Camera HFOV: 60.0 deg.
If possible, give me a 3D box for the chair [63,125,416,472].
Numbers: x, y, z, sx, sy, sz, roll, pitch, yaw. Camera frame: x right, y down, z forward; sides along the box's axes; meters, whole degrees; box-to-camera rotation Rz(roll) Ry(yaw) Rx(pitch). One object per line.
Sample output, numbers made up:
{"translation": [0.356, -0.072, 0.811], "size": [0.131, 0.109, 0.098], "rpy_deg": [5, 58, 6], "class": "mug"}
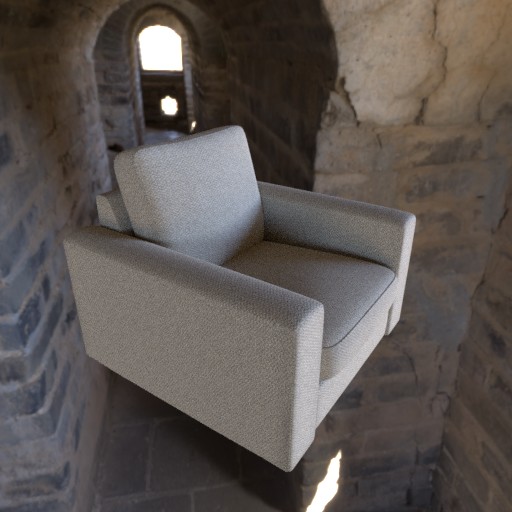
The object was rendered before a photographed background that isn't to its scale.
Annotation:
{"translation": [0.000, 0.000, 1.757], "size": [1.016, 0.873, 1.005], "rpy_deg": [17, 31, 31], "class": "chair"}
